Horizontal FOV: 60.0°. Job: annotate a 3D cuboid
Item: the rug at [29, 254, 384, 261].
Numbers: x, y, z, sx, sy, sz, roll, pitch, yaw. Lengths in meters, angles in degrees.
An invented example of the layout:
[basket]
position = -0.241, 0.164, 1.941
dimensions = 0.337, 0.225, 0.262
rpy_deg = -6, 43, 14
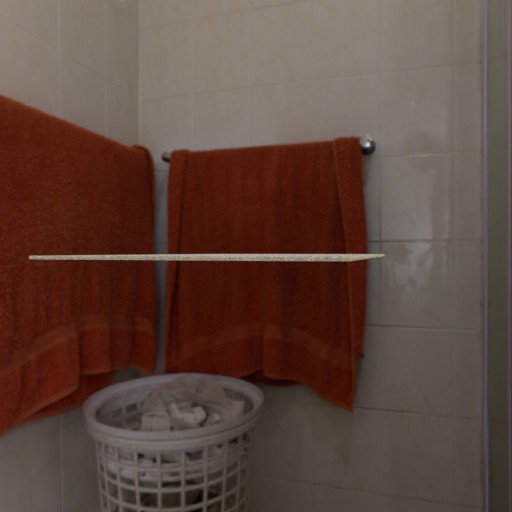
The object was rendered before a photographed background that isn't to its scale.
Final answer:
[rug]
position = 0.000, 0.000, 2.959
dimensions = 1.532, 0.018, 2.297
rpy_deg = 0, 1, 19
